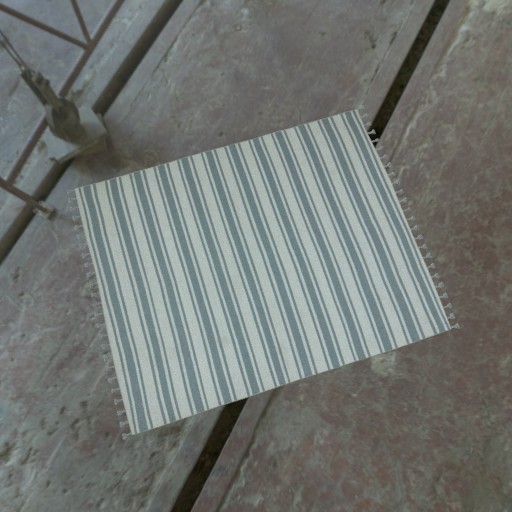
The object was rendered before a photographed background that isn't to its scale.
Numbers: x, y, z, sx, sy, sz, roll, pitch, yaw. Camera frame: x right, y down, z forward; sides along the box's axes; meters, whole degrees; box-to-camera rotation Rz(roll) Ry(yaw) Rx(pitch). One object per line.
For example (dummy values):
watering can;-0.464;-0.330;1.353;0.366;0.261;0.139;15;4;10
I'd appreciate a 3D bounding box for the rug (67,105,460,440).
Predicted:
rug;0.000;0.000;4.237;3.201;0.005;2.439;-17;76;-4
